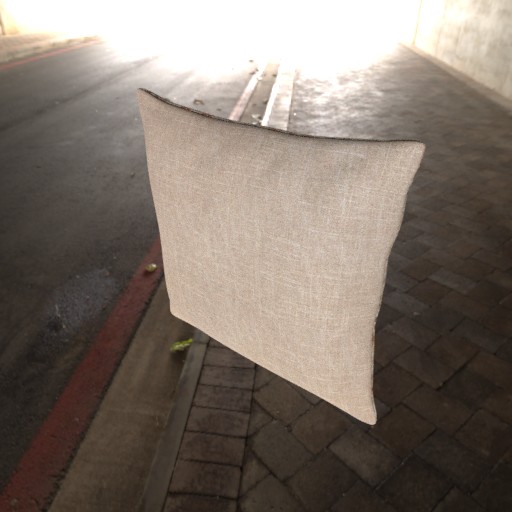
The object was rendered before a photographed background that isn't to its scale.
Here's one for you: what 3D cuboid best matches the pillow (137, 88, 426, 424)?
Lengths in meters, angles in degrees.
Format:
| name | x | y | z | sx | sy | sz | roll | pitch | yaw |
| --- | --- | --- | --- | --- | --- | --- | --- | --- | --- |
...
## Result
| name | x | y | z | sx | sy | sz | roll | pitch | yaw |
| --- | --- | --- | --- | --- | --- | --- | --- | --- | --- |
| pillow | 0.000 | 0.000 | 0.781 | 0.523 | 0.506 | 0.166 | 22 | 38 | 32 |
